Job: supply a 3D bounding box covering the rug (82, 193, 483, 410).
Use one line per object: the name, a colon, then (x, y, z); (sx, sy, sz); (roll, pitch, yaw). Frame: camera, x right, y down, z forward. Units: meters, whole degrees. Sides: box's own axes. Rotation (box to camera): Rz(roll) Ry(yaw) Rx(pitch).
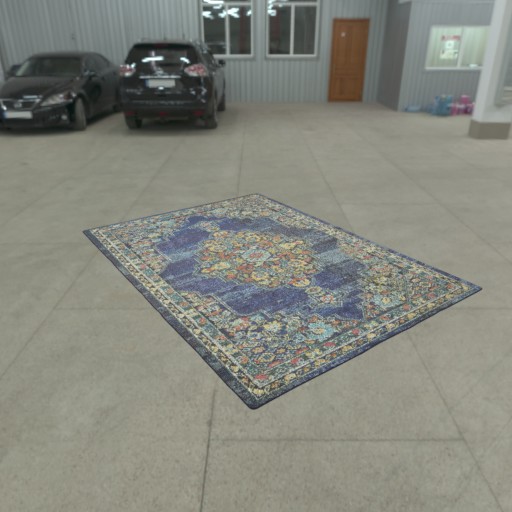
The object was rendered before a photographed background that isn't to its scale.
rug: (0.000, 0.000, 2.935); (1.630, 0.009, 2.232); (-17, 30, -32)
